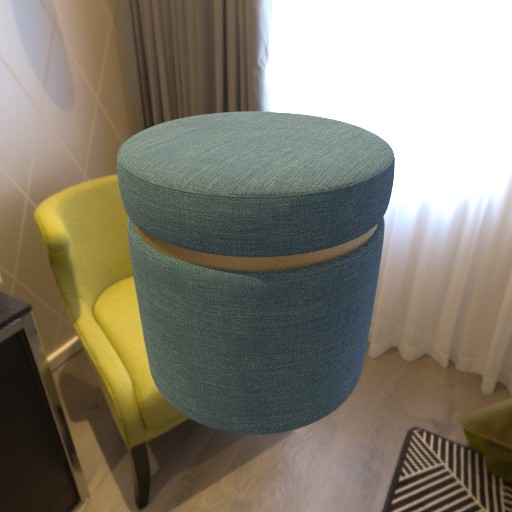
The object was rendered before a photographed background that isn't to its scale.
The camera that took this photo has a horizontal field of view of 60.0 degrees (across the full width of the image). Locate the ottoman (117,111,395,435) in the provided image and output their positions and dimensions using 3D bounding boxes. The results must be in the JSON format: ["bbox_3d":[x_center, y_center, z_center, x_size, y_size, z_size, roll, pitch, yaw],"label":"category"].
[{"bbox_3d":[0.000,0.000,0.737,0.398,0.406,0.398,0,30,0],"label":"ottoman"}]
